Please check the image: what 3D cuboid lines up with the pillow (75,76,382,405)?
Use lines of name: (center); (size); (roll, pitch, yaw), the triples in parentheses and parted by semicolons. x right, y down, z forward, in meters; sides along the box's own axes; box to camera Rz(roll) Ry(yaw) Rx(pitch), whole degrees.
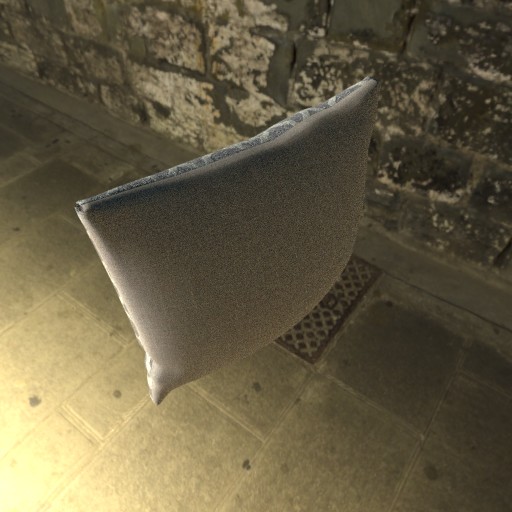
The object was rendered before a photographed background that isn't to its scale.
pillow: (0.000, 0.000, 0.775); (0.508, 0.498, 0.215); (-31, 54, -26)
